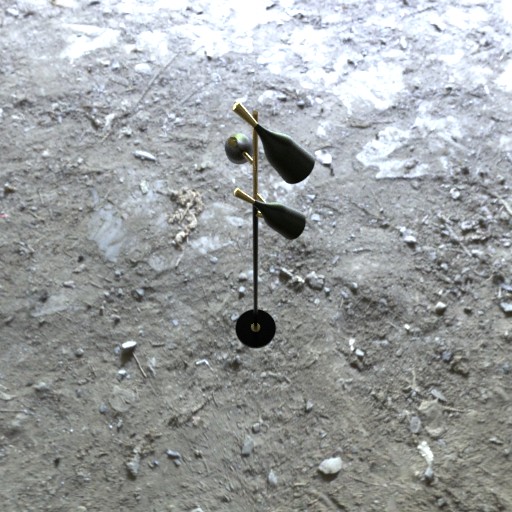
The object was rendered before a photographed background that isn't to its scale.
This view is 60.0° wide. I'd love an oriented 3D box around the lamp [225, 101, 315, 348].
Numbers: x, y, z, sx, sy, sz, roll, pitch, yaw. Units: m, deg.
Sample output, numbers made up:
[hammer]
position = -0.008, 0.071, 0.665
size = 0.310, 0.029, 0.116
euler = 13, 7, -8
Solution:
[lamp]
position = 0.000, 0.000, 1.995
size = 0.253, 1.778, 0.434
euler = -30, 64, -17
